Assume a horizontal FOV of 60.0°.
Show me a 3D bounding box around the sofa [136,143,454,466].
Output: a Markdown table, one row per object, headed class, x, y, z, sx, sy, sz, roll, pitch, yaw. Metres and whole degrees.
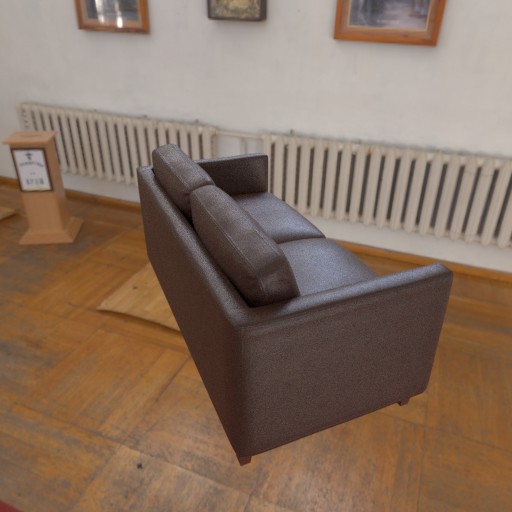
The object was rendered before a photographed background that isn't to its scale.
| class | x | y | z | sx | sy | sz | roll | pitch | yaw |
| --- | --- | --- | --- | --- | --- | --- | --- | --- | --- |
| sofa | 0.000 | 0.000 | 2.446 | 0.951 | 0.933 | 1.883 | -11 | 31 | -20 |
